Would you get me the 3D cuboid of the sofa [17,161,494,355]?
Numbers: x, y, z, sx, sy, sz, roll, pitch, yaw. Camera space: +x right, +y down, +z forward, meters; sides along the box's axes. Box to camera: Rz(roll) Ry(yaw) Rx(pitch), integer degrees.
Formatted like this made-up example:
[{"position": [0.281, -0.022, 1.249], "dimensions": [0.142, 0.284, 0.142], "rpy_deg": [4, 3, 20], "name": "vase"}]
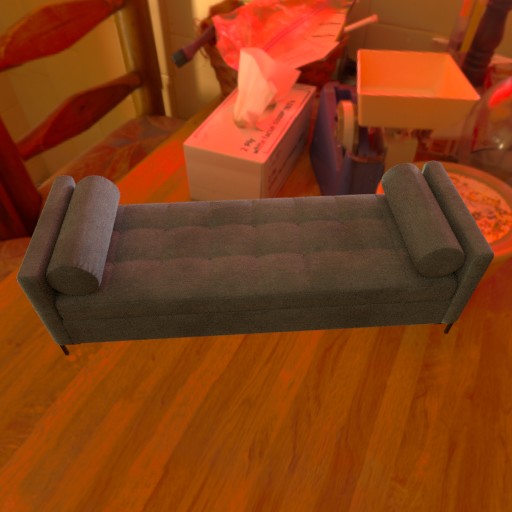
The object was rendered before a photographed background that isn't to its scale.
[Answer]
[{"position": [0.000, 0.000, 2.265], "dimensions": [1.981, 0.635, 0.686], "rpy_deg": [-3, 47, -3], "name": "sofa"}]
